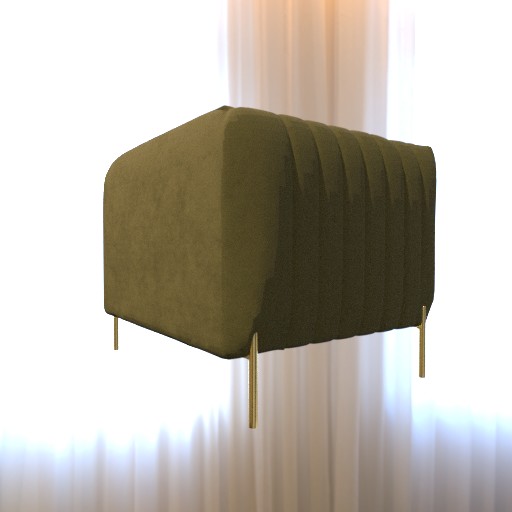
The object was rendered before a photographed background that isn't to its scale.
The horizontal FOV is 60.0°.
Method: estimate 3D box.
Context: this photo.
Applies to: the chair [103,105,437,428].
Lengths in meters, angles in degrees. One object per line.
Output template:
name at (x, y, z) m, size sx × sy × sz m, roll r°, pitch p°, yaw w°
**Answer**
chair at (0.000, 0.000, 1.661) m, size 0.877 × 0.794 × 1.032 m, roll -1°, pitch 1°, yaw -36°
